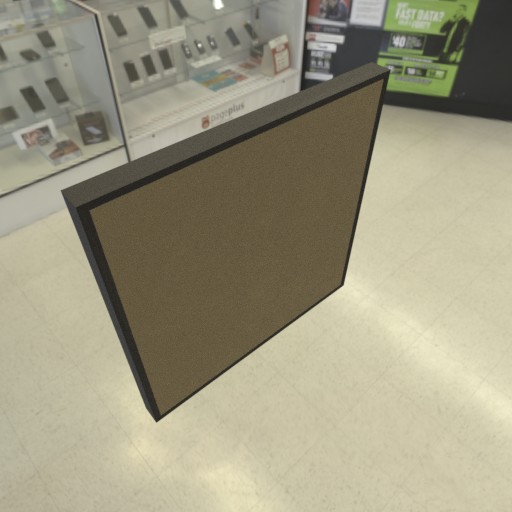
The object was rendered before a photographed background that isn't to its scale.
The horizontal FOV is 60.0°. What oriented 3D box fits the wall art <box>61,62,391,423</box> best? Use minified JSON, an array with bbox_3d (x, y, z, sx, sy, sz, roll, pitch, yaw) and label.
[{"bbox_3d":[0.000,0.000,0.753,0.509,0.507,0.037,-31,53,-27],"label":"wall art"}]
